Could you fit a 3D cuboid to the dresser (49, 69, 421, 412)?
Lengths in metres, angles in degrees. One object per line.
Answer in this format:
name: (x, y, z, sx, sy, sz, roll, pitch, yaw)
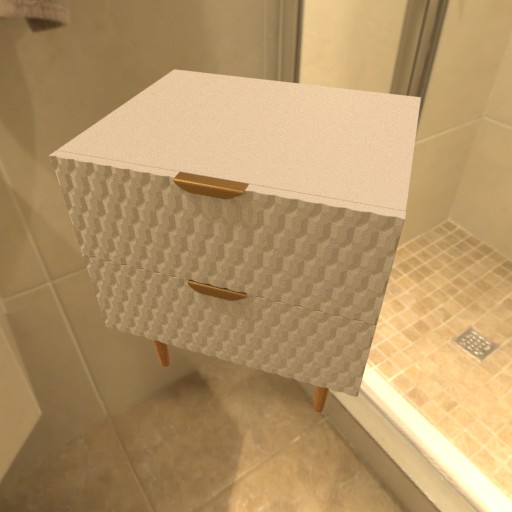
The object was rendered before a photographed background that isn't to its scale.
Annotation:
dresser: (0.000, 0.000, 0.911, 0.503, 0.568, 0.414, 12, 42, 14)
